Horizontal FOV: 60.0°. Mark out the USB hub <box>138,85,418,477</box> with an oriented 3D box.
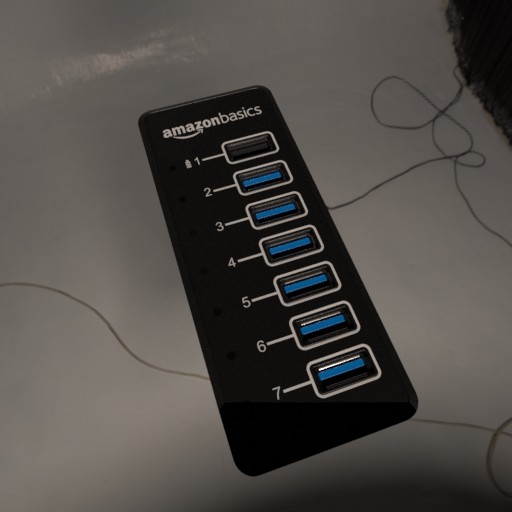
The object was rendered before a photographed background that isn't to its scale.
[{"bbox_3d":[0.000,0.000,0.130,0.044,0.023,0.110,-17,64,-8],"label":"USB hub"}]
